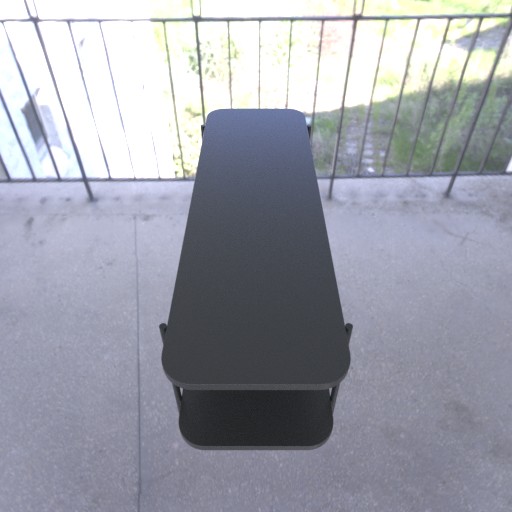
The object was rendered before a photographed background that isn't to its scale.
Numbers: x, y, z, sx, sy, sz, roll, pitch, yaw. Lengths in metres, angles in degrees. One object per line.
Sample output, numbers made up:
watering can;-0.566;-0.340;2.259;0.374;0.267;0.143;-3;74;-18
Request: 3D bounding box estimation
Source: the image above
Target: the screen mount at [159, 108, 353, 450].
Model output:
screen mount;0.000;0.000;1.406;0.400;0.447;1.200;0;42;0
